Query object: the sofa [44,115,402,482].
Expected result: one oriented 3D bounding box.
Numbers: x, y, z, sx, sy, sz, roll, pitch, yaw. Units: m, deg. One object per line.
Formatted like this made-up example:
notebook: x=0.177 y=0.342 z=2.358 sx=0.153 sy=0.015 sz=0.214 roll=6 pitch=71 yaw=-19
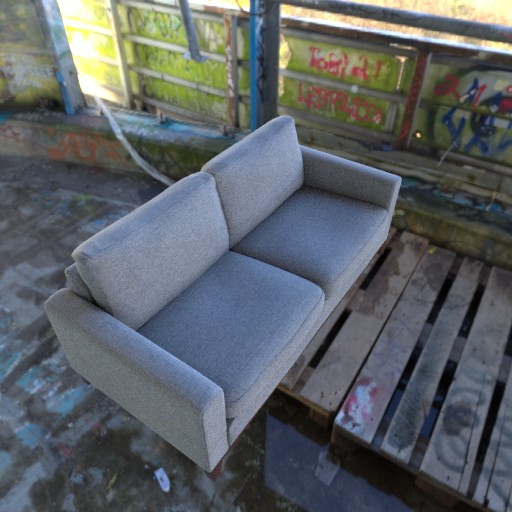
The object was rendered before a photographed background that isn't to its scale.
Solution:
sofa: x=0.000 y=0.000 z=2.488 sx=0.969 sy=0.892 sz=1.978 roll=25 pitch=47 yaw=25
